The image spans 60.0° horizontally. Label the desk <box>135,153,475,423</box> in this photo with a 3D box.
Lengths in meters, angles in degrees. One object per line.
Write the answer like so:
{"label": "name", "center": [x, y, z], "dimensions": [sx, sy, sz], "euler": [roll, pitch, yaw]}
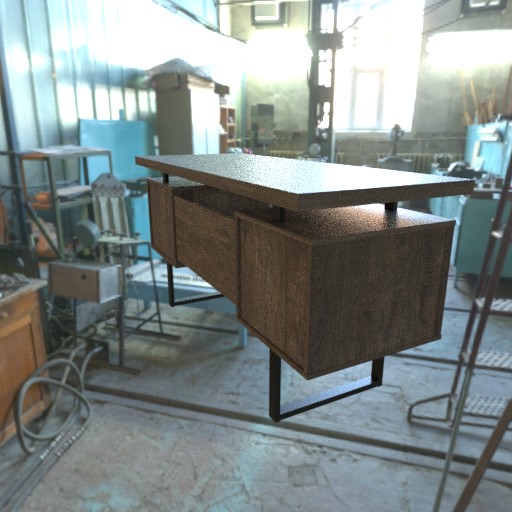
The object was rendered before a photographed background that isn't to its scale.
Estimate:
{"label": "desk", "center": [0.000, 0.000, 1.875], "dimensions": [0.600, 0.760, 1.524], "euler": [-8, 18, -27]}
